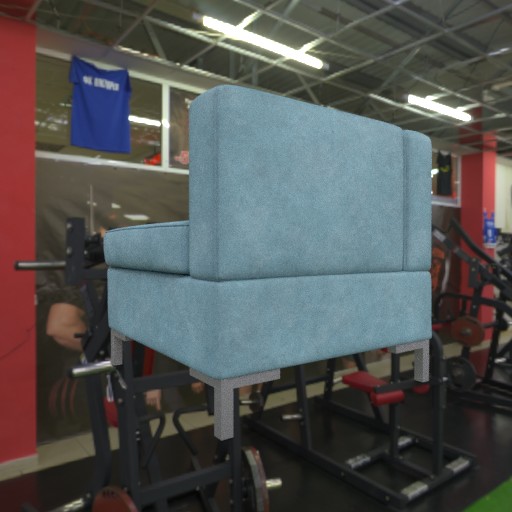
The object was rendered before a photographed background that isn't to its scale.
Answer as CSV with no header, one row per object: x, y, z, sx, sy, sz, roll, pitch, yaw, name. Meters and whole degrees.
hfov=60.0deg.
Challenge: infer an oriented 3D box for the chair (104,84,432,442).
0.000,0.000,1.240,0.684,0.660,0.691,-1,1,-35,chair
